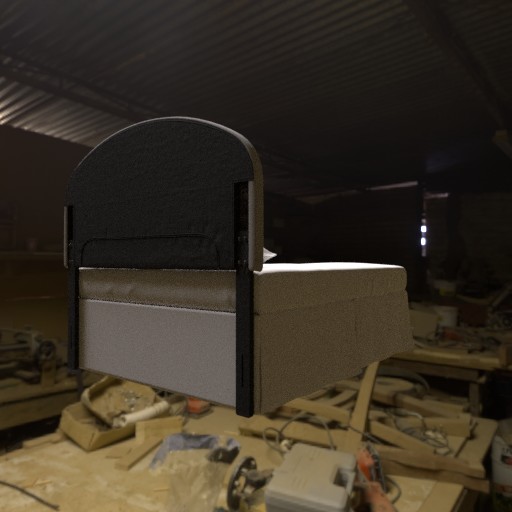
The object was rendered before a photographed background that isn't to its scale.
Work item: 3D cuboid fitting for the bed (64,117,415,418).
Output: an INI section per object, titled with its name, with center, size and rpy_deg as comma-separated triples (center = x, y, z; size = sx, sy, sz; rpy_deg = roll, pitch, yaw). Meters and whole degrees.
[bed]
center = 0.000, 0.000, 3.121
size = 1.607, 1.410, 2.005
rpy_deg = 0, -1, 37
